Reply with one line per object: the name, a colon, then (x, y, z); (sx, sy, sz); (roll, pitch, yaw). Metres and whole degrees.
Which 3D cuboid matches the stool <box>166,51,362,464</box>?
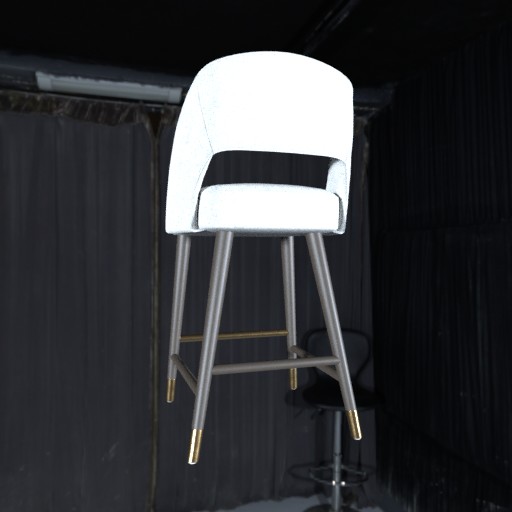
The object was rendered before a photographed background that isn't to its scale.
stool: (0.000, 0.000, 1.257); (0.494, 0.940, 0.509); (0, 1, -18)
